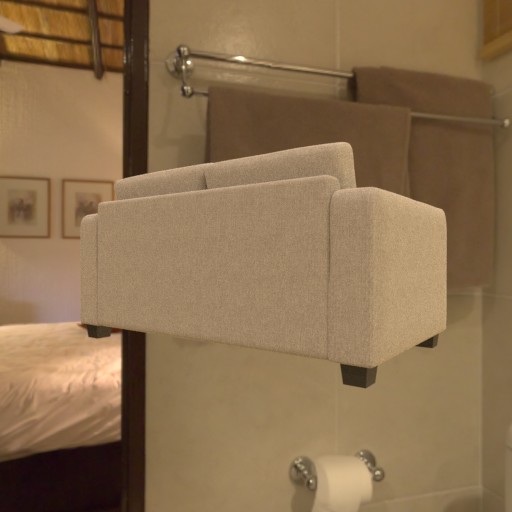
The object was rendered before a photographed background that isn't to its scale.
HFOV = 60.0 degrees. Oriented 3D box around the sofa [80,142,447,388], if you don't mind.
[{"bbox_3d":[0.000,0.000,2.097,1.540,0.800,0.900,0,0,37],"label":"sofa"}]
